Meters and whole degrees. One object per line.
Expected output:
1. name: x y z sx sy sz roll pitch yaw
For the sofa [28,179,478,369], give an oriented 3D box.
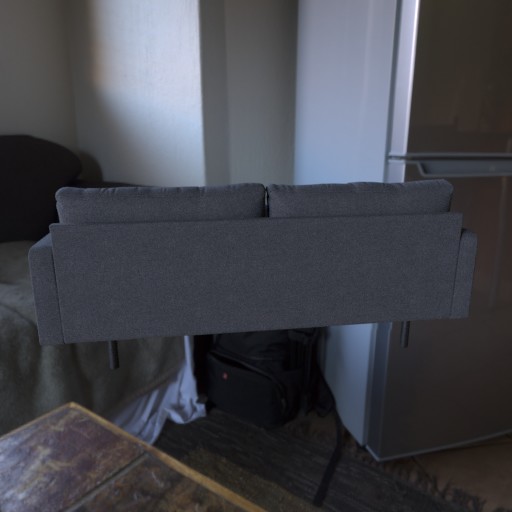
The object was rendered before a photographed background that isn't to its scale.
1. sofa: 0.000 0.000 2.488 2.100 0.880 0.880 -2 16 -8
